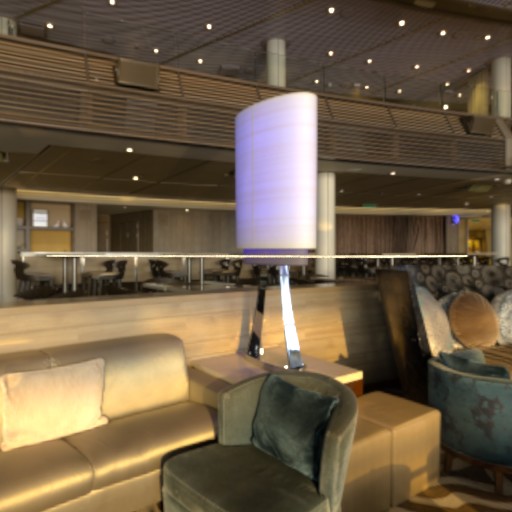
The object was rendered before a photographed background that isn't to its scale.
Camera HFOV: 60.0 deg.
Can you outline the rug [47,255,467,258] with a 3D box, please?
[{"bbox_3d":[0.000,0.000,4.367,3.353,0.013,2.438,0,0,37],"label":"rug"}]
